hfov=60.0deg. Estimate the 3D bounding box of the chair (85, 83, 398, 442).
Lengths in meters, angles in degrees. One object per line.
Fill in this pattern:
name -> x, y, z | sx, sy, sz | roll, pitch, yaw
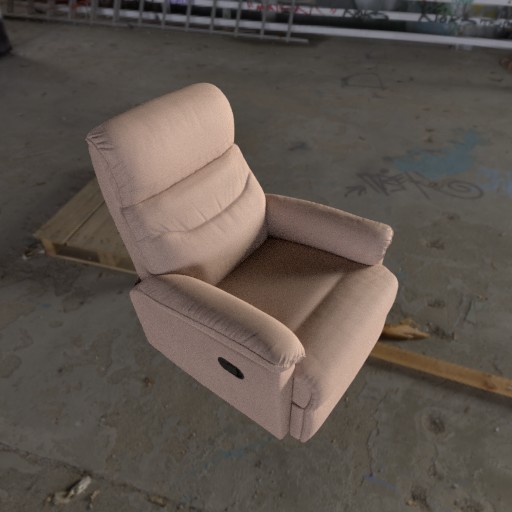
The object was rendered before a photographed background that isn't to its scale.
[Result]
chair -> 0.000, 0.000, 1.717 | 1.004, 1.037, 0.820 | 26, 47, 26
